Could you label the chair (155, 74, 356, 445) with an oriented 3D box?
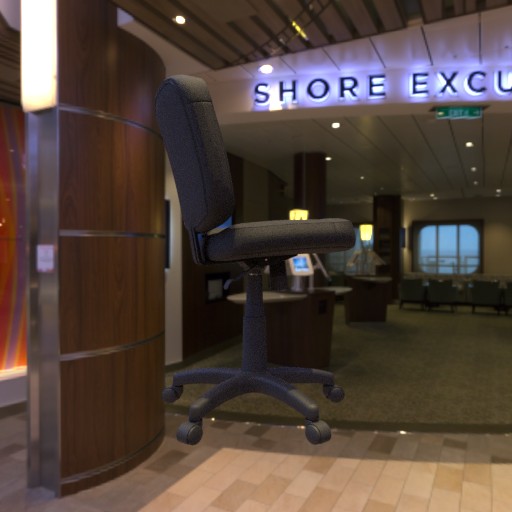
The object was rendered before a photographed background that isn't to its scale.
[{"bbox_3d":[0.000,0.000,1.386,0.610,0.972,0.610,0,1,-19],"label":"chair"}]
